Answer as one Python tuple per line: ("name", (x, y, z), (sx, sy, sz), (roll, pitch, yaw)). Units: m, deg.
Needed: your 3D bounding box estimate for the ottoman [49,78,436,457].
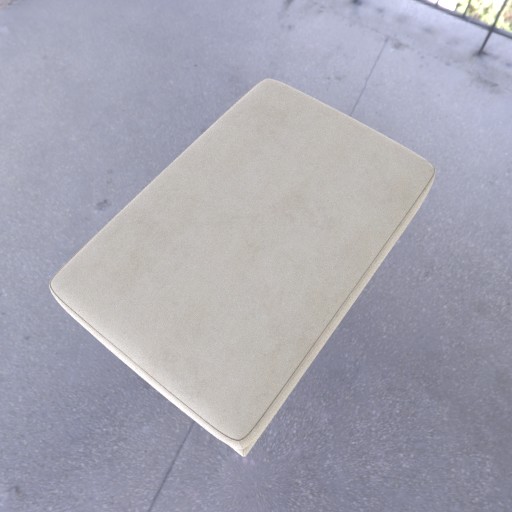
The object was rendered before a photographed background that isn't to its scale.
("ottoman", (0.000, 0.000, 1.224), (0.584, 0.483, 0.864), (34, 68, 16))
